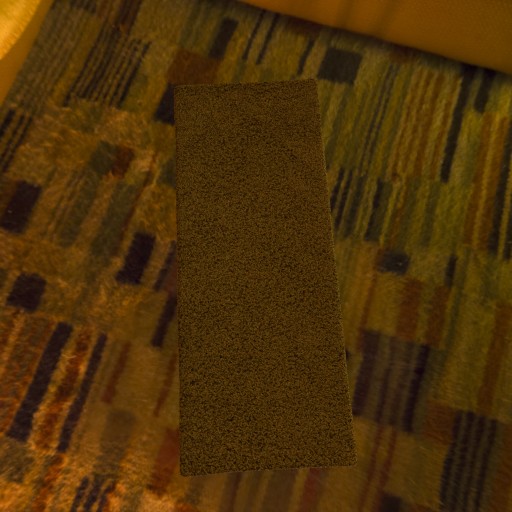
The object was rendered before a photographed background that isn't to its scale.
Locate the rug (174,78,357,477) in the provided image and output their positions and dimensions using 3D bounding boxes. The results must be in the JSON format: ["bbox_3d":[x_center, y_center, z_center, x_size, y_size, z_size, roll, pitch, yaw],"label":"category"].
[{"bbox_3d":[0.000,0.000,1.705,0.609,0.030,1.524,-3,76,-1],"label":"rug"}]
